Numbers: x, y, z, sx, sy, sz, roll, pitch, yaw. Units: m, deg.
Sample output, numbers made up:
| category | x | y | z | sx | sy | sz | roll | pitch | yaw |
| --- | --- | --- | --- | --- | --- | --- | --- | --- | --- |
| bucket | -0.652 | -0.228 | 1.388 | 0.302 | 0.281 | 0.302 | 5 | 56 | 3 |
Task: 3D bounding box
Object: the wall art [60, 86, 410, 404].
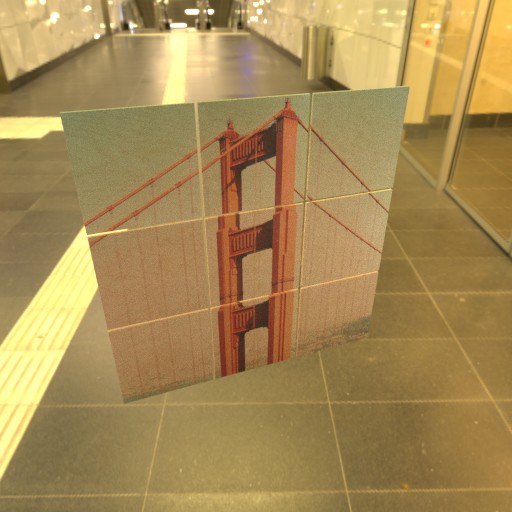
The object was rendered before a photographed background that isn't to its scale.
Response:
| category | x | y | z | sx | sy | sz | roll | pitch | yaw |
| --- | --- | --- | --- | --- | --- | --- | --- | --- | --- |
| wall art | 0.000 | 0.000 | 1.778 | 1.214 | 1.219 | 0.013 | -11 | 32 | -17 |
